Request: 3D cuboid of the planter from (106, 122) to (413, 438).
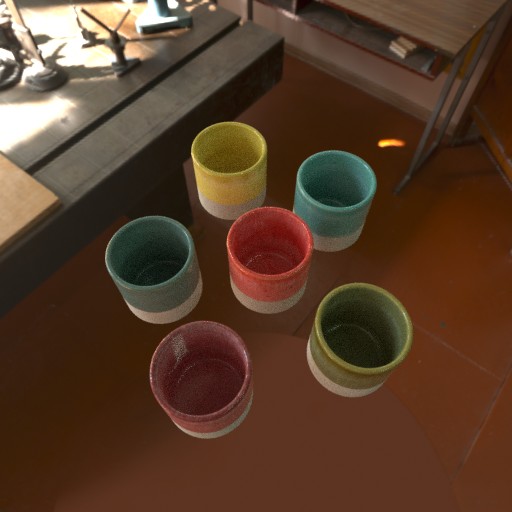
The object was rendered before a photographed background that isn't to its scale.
[{"bbox_3d":[0.000,0.000,0.416,0.257,0.075,0.286,-15,60,-9],"label":"planter"}]
